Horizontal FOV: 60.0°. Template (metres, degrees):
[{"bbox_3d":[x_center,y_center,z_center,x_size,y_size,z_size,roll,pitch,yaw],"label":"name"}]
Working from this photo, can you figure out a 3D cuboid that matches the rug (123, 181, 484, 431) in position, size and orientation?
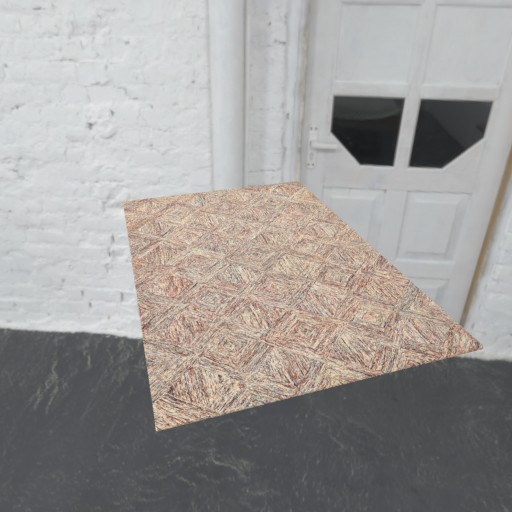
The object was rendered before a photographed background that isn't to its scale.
[{"bbox_3d":[0.000,0.000,2.822,1.523,0.019,2.285,-9,31,-15],"label":"rug"}]
